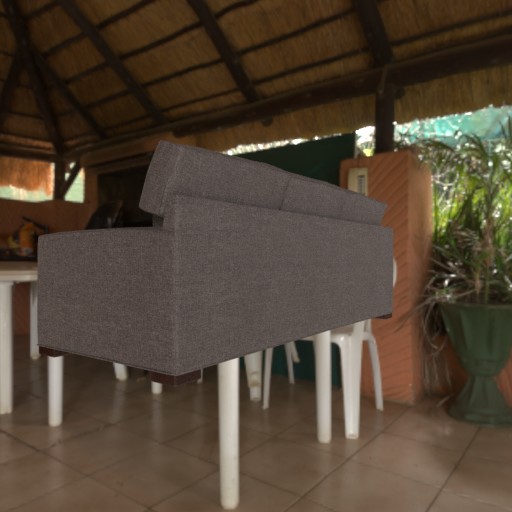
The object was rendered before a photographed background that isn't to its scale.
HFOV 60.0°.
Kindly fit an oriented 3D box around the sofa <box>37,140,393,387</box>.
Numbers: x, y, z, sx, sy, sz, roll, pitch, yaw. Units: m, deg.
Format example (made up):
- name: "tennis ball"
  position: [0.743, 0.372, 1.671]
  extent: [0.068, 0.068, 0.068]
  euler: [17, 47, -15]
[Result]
- name: "sofa"
  position: [0.000, 0.000, 2.867]
  extent: [1.004, 0.978, 2.369]
  euler: [0, 0, 36]
